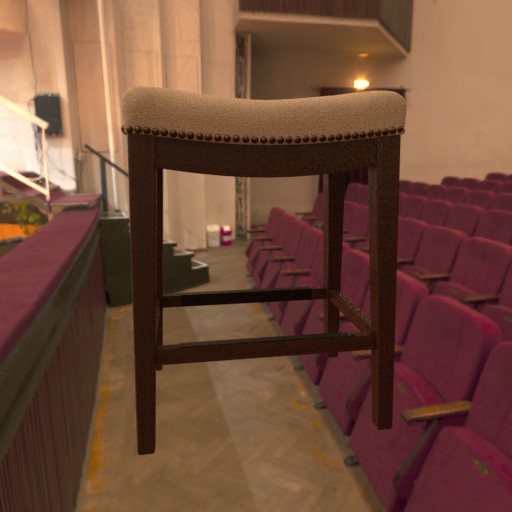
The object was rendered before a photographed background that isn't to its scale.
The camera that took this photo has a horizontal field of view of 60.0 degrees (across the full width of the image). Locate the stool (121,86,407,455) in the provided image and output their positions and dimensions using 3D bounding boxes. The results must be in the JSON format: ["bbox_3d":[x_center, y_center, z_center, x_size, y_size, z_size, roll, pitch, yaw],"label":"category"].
[{"bbox_3d":[0.000,0.000,0.967,0.509,0.669,0.363,-2,13,-9],"label":"stool"}]
